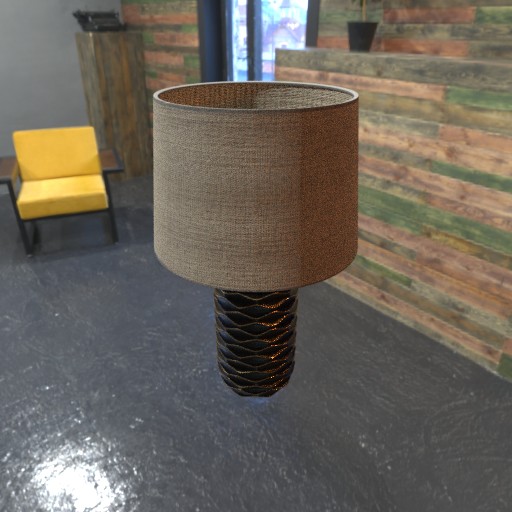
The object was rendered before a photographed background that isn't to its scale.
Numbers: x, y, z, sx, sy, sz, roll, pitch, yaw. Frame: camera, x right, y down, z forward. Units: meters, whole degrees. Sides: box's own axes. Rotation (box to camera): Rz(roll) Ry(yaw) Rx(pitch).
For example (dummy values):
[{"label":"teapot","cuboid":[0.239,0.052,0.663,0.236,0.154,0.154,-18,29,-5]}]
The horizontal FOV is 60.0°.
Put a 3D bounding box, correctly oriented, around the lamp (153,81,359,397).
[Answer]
[{"label":"lamp","cuboid":[0.000,0.000,0.851,0.376,0.594,0.376,0,28,0]}]
